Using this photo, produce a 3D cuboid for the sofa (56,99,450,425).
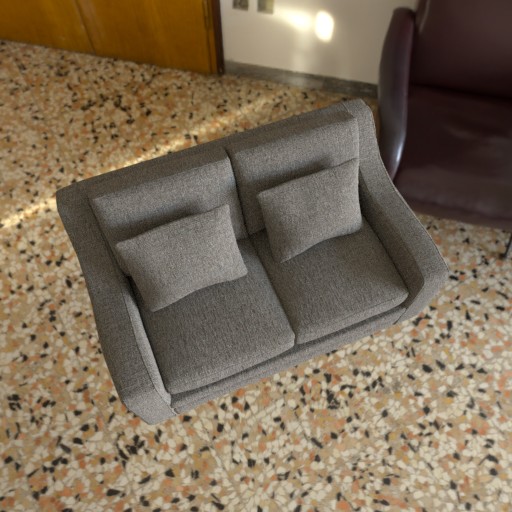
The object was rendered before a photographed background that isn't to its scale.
[{"bbox_3d":[0.000,0.000,2.435,1.778,0.991,1.120,-20,64,-10],"label":"sofa"}]
